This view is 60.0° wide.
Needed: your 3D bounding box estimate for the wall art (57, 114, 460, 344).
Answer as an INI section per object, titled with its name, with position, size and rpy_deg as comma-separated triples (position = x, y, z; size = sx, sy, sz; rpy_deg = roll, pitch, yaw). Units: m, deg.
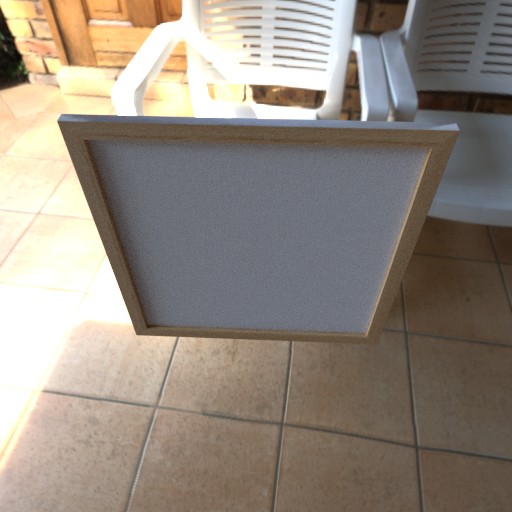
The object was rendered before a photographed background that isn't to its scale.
[wall art]
position = 0.000, 0.000, 1.128
size = 0.762, 0.762, 0.027
rpy_deg = 2, 48, 2
